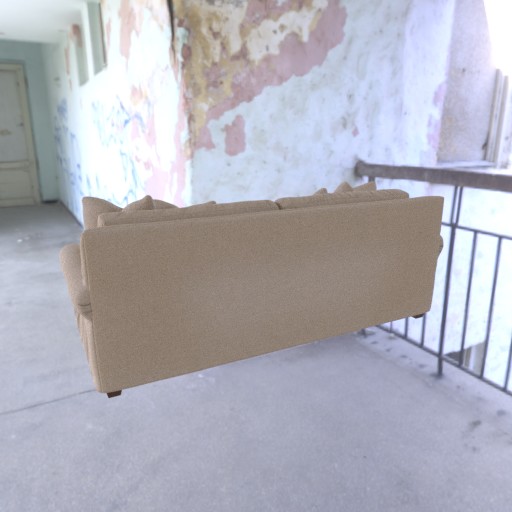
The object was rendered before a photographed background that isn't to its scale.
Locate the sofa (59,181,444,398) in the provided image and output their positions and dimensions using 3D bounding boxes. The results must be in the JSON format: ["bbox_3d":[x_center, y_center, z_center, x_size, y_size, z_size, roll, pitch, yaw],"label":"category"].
[{"bbox_3d":[0.000,0.000,2.854,2.285,0.904,1.067,-8,18,-26],"label":"sofa"}]
